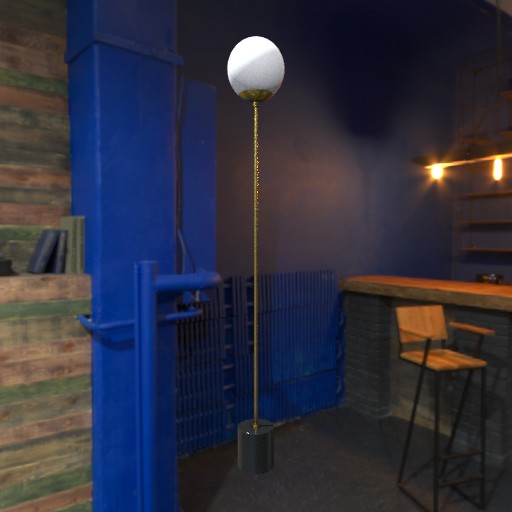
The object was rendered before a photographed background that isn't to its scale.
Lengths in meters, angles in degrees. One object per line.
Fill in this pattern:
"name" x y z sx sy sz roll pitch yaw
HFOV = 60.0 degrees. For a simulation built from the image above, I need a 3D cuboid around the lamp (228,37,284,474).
"lamp" 0.000 0.000 1.821 0.229 1.748 0.229 -1 3 -34
